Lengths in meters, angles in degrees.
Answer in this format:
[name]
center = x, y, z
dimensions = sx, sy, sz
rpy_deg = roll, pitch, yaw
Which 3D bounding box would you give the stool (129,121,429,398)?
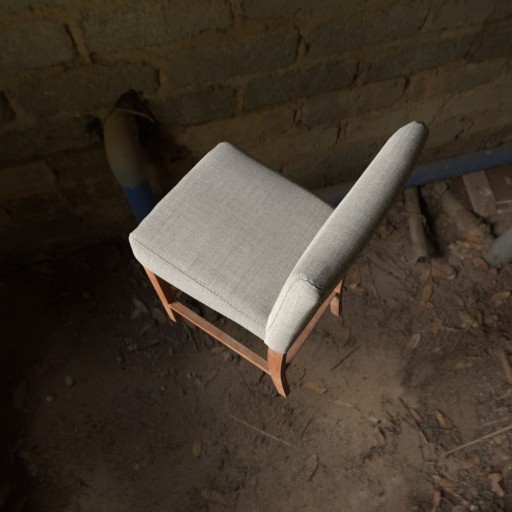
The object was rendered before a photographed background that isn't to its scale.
[stool]
center = 0.000, 0.000, 1.307
dimensions = 0.567, 1.039, 0.454
rpy_deg = 32, 68, 15
